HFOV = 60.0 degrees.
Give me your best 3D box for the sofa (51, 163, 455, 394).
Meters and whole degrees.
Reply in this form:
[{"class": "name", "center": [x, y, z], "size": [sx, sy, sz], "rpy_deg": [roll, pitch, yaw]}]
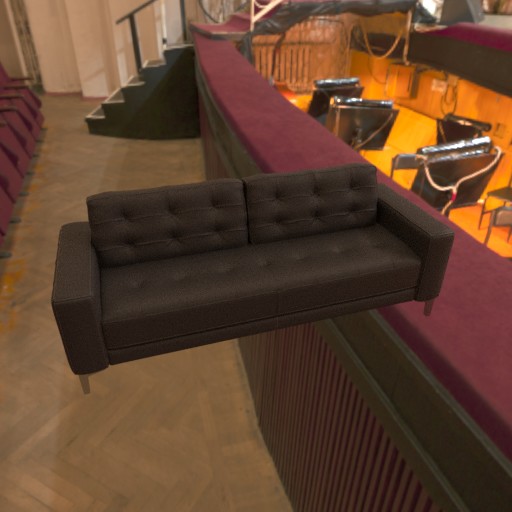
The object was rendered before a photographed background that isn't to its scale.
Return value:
[{"class": "sofa", "center": [0.000, 0.000, 2.757], "size": [2.275, 0.893, 0.833], "rpy_deg": [-9, 32, -15]}]
